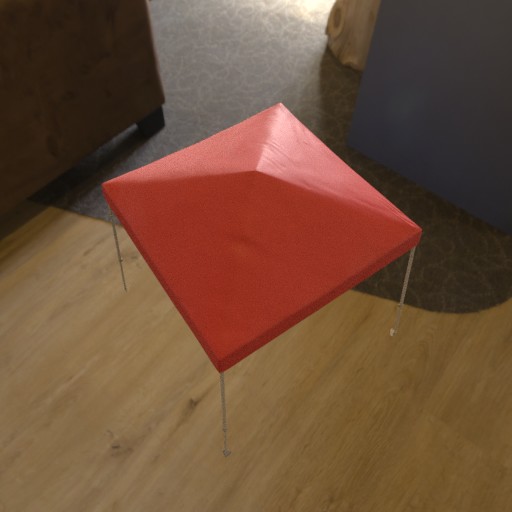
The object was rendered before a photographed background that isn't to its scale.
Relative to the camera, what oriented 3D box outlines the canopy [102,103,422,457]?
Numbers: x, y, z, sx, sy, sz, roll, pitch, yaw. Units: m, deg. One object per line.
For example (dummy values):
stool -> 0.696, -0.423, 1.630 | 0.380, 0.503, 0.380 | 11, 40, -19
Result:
canopy -> 0.000, 0.000, 6.644 | 3.599, 3.600, 3.600 | -30, 62, -18
